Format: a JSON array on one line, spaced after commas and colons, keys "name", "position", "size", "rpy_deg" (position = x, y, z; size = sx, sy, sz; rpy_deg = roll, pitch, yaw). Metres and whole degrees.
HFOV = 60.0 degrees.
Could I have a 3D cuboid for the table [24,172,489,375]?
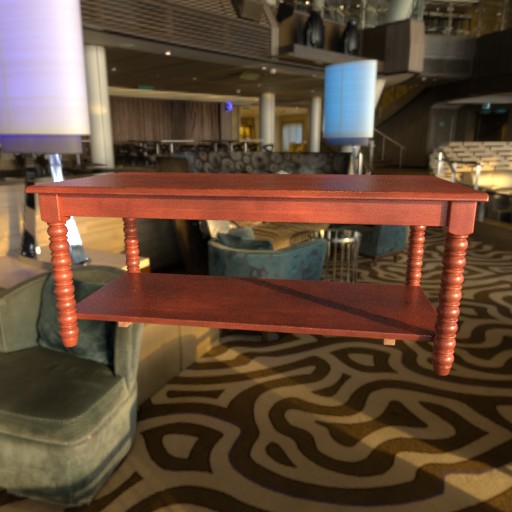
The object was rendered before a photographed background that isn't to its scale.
[{"name": "table", "position": [0.000, 0.000, 1.430], "size": [1.171, 0.485, 0.580], "rpy_deg": [2, 15, 9]}]
